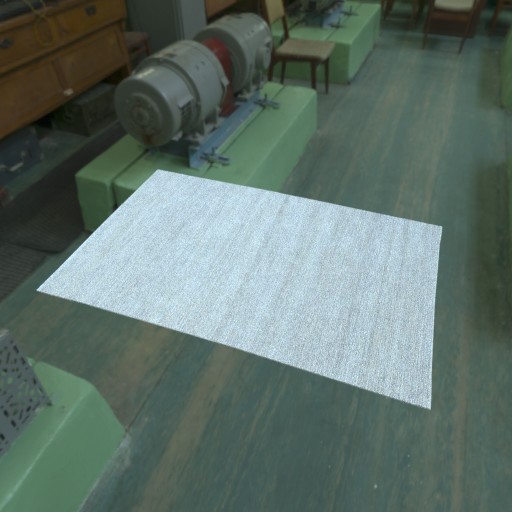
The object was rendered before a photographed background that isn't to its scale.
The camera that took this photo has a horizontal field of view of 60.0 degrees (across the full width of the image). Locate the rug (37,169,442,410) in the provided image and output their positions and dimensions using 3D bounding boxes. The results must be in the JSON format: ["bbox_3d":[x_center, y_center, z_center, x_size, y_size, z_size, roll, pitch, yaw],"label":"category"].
[{"bbox_3d":[0.000,0.000,2.305,1.820,0.022,1.179,14,44,15],"label":"rug"}]
